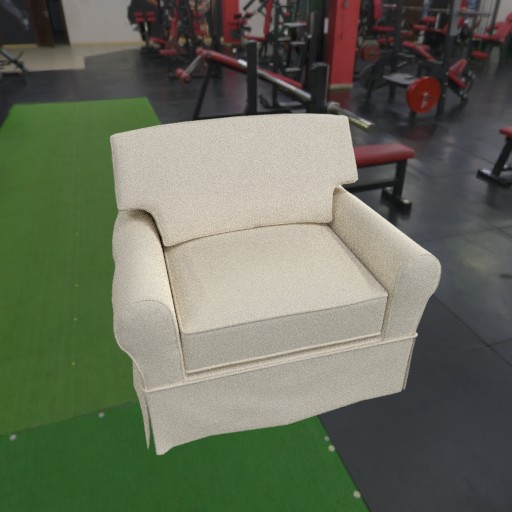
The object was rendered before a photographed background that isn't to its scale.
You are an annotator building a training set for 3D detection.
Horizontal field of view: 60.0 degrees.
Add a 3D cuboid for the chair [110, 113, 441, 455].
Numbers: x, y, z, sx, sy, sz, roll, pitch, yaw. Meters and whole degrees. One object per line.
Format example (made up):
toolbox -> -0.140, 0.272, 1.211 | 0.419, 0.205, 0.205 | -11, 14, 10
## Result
chair -> 0.000, 0.000, 1.763 | 1.099, 0.958, 0.904 | -8, 33, -13
